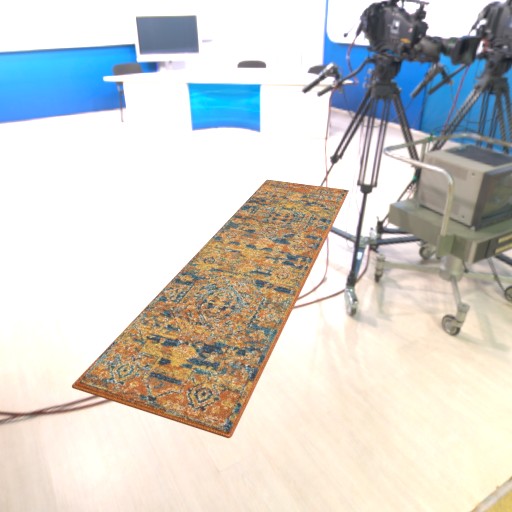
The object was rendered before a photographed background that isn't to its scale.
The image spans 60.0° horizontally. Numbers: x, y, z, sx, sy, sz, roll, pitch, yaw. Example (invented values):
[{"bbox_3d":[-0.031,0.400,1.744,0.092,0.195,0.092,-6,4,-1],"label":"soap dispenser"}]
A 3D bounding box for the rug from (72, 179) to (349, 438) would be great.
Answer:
[{"bbox_3d":[0.000,0.000,2.483,0.651,0.016,2.274,11,32,17],"label":"rug"}]
